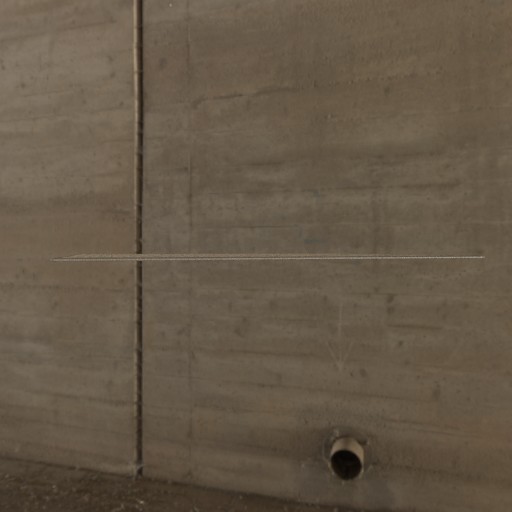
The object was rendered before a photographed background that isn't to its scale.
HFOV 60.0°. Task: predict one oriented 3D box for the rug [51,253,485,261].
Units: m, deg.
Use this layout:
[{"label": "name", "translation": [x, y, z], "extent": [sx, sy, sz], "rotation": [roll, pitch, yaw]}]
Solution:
[{"label": "rug", "translation": [0.000, 0.000, 3.506], "extent": [2.746, 0.018, 1.819], "rotation": [0, 1, -18]}]
